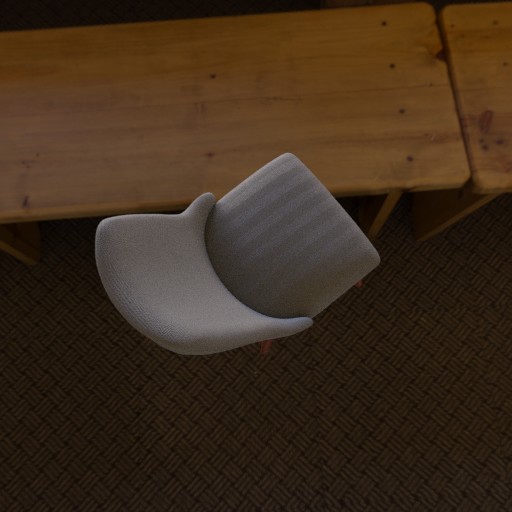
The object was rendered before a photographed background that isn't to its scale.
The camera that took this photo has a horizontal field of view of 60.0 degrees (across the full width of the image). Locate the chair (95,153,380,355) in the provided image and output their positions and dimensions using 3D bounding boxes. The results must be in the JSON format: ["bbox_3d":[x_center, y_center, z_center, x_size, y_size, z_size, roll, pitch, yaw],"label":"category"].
[{"bbox_3d":[0.000,0.000,1.361,0.707,0.918,0.535,-35,78,-9],"label":"chair"}]
